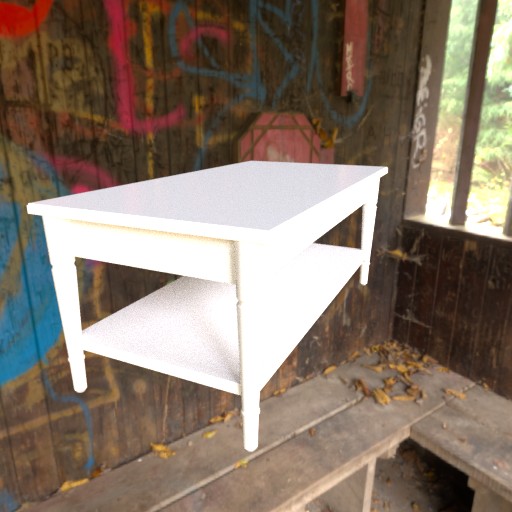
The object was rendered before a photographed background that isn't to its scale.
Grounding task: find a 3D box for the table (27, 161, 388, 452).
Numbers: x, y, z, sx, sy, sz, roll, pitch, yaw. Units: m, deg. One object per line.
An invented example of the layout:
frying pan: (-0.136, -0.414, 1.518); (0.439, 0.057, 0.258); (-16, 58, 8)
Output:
table: (0.000, 0.000, 1.342); (0.559, 0.457, 1.067); (8, 19, 24)
